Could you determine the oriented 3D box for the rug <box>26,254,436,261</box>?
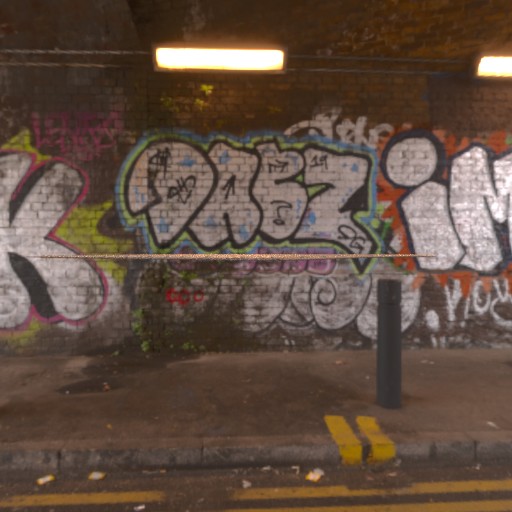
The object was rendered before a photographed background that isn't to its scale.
[{"bbox_3d":[0.000,0.000,4.828,2.892,0.036,3.585,0,0,37],"label":"rug"}]
